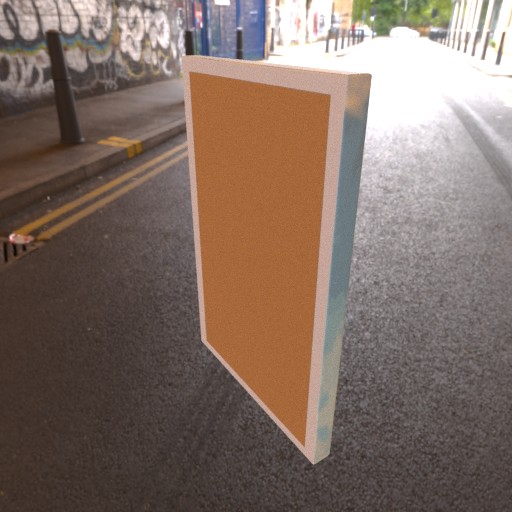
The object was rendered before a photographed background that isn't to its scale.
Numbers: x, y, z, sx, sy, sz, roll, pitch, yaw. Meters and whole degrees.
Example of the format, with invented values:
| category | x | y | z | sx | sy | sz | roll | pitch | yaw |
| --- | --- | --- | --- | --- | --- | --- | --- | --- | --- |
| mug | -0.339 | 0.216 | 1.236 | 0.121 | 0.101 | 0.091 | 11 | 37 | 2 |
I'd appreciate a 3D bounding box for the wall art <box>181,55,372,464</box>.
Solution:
| category | x | y | z | sx | sy | sz | roll | pitch | yaw |
| --- | --- | --- | --- | --- | --- | --- | --- | --- | --- |
| wall art | 0.000 | 0.000 | 0.760 | 0.038 | 0.610 | 0.401 | -17 | 32 | -30 |
